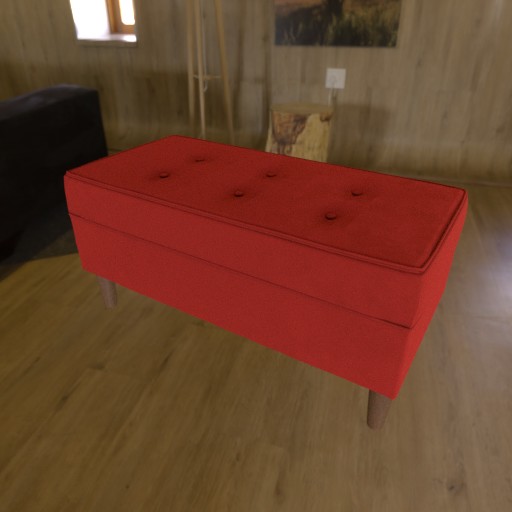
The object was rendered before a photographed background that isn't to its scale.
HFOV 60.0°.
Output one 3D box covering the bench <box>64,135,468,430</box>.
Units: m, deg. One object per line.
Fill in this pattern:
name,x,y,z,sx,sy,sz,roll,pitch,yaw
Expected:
bench,0.000,0.000,1.299,1.016,0.471,0.492,18,35,27
